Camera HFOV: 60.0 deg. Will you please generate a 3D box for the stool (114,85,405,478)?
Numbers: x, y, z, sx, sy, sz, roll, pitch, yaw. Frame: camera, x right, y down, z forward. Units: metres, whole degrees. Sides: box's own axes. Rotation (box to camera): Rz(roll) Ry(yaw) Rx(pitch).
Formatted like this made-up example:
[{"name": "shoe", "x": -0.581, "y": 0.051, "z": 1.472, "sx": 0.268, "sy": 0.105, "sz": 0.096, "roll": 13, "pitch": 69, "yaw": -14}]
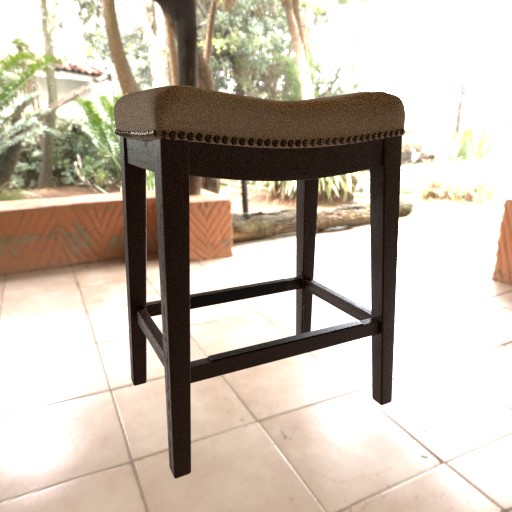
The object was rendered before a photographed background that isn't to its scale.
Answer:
[{"name": "stool", "x": 0.000, "y": 0.000, "z": 0.959, "sx": 0.509, "sy": 0.669, "sz": 0.363, "roll": -8, "pitch": 18, "yaw": -26}]
